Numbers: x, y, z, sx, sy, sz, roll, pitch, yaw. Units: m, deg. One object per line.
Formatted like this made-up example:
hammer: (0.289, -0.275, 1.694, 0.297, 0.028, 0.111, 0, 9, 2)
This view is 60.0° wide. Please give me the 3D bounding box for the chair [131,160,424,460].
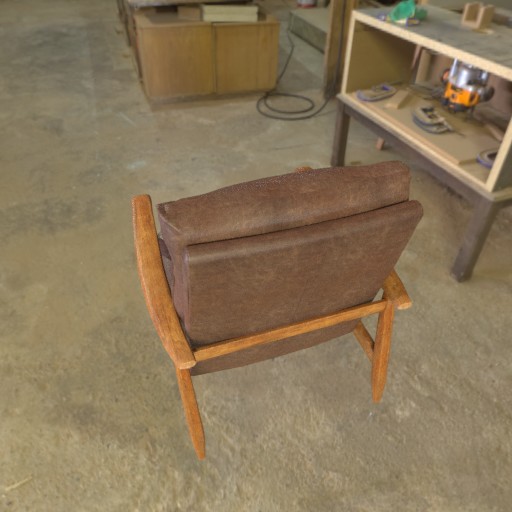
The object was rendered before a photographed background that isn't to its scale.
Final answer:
chair: (0.000, 0.000, 1.517, 0.782, 0.897, 0.830, -12, 42, -14)
